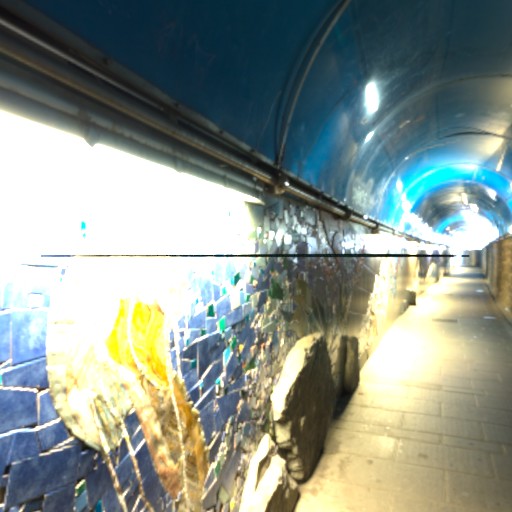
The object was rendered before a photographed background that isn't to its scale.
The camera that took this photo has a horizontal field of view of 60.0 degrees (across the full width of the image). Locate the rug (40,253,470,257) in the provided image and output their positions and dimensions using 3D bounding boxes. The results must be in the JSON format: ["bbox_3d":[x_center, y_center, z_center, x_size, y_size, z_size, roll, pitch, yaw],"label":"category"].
[{"bbox_3d":[0.000,0.000,2.815,2.213,0.013,1.594,0,0,35],"label":"rug"}]
